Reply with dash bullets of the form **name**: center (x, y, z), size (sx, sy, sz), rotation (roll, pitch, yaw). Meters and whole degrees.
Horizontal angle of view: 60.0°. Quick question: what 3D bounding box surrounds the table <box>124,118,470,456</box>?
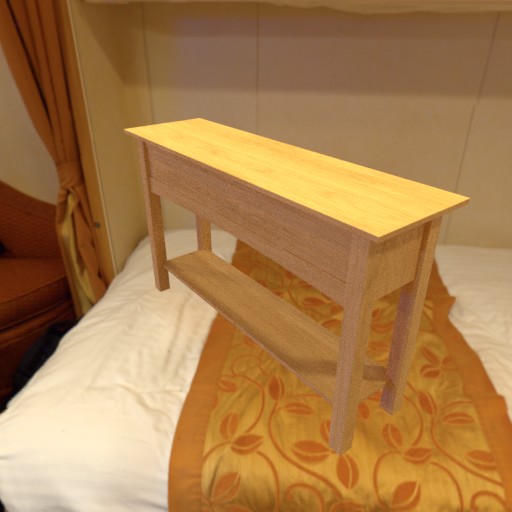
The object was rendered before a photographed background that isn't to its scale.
- **table**: center (0.000, 0.000, 1.584), size (0.350, 0.730, 1.240), rotation (-21, 34, -33)
